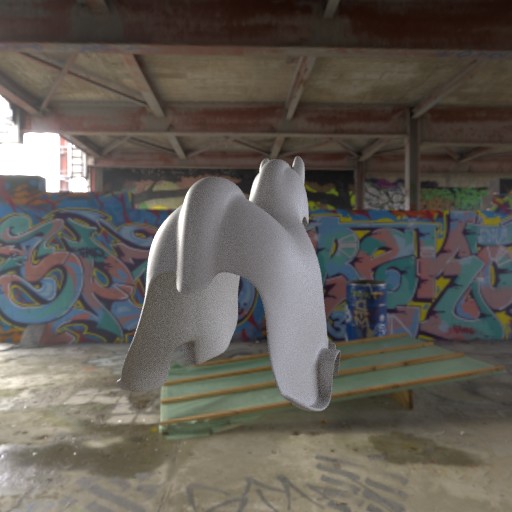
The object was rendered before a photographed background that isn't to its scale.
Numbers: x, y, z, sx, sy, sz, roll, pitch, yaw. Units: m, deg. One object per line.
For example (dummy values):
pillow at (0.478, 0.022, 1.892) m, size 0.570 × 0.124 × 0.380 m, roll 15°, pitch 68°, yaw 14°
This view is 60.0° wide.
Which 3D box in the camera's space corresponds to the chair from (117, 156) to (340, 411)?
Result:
chair at (0.000, 0.000, 1.132) m, size 0.429 × 0.612 × 0.800 m, roll 0°, pitch 1°, yaw 18°
